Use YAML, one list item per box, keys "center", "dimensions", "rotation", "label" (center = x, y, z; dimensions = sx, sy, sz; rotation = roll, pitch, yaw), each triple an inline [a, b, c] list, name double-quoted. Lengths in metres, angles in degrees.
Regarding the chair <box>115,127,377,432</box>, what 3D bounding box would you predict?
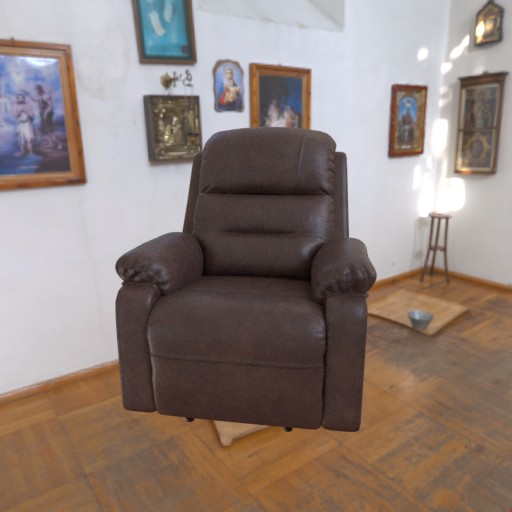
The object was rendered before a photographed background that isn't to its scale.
- center: [0.000, 0.000, 1.730]
  dimensions: [0.855, 0.992, 0.919]
  rotation: [2, 15, 9]
  label: "chair"
